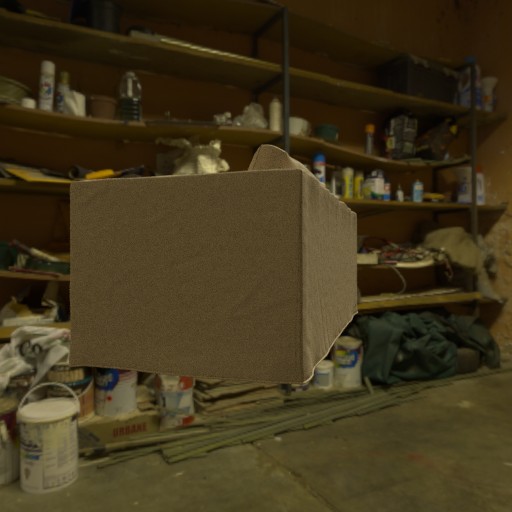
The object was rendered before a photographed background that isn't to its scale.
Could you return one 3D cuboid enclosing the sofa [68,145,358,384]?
[{"bbox_3d":[0.000,0.000,2.484,0.962,0.835,1.959,0,0,18],"label":"sofa"}]
